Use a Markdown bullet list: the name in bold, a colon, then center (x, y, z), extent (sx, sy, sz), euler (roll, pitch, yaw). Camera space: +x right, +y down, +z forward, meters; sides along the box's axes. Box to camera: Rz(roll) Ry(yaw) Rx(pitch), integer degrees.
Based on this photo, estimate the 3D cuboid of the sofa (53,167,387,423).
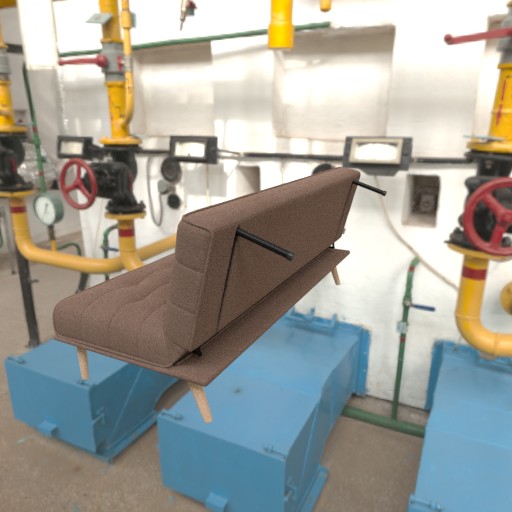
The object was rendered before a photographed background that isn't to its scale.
- **sofa**: center (0.000, 0.000, 2.379), extent (1.038, 0.810, 1.820), euler (9, 19, 26)
